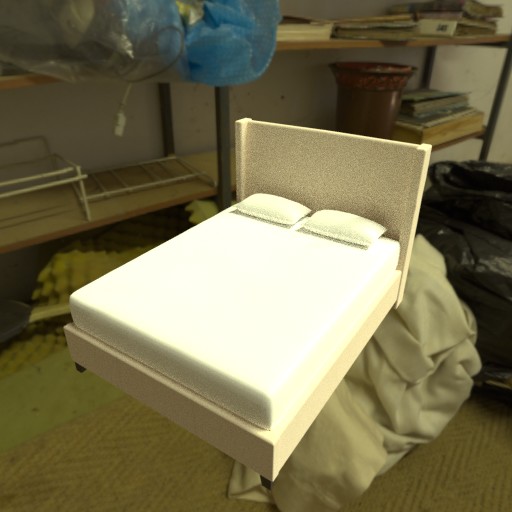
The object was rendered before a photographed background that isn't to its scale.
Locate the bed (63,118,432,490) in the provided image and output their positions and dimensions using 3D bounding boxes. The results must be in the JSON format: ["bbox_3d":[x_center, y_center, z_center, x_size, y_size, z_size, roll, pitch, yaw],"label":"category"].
[{"bbox_3d":[0.000,0.000,3.397,1.778,1.471,2.293,18,34,29],"label":"bed"}]
